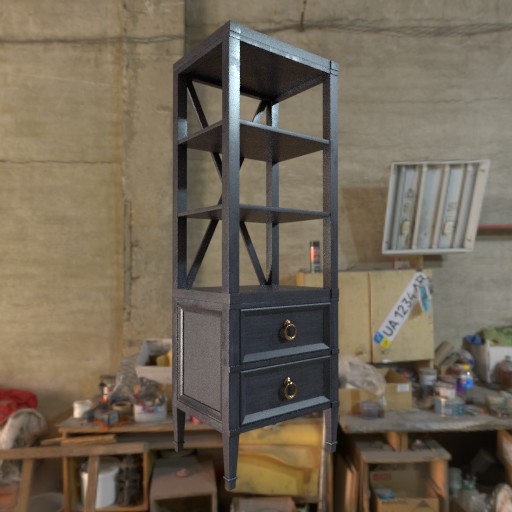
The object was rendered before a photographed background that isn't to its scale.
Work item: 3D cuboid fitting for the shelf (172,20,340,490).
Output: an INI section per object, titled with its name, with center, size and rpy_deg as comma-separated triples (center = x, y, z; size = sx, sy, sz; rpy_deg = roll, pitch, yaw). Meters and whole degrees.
[shelf]
center = 0.000, 0.000, 1.974
size = 0.584, 1.727, 0.472
rpy_deg = 1, -1, -37
